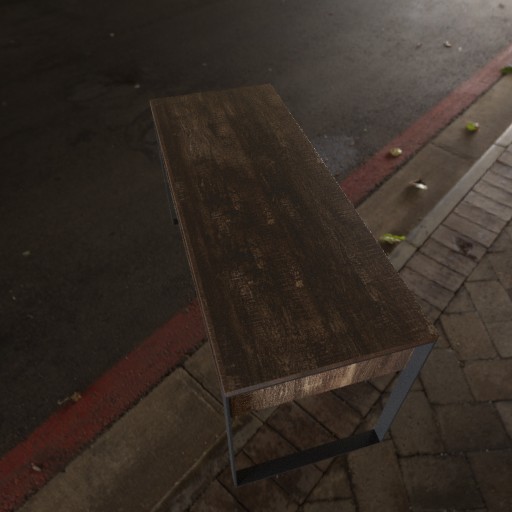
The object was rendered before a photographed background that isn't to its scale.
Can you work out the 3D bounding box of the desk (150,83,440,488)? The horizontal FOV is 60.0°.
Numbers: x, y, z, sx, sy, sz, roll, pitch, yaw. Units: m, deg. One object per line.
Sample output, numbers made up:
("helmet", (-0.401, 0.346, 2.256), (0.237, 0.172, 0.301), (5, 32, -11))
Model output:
("desk", (0.000, 0.000, 1.914), (0.599, 0.762, 1.524), (-12, 48, -11))
